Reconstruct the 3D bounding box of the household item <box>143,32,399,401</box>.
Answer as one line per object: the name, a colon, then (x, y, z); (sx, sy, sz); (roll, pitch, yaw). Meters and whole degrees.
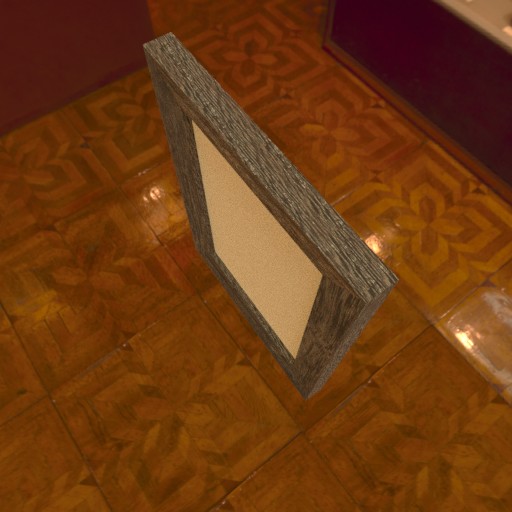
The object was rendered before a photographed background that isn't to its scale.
household item: (0.000, 0.000, 0.278); (0.020, 0.210, 0.160); (-32, 68, -15)
